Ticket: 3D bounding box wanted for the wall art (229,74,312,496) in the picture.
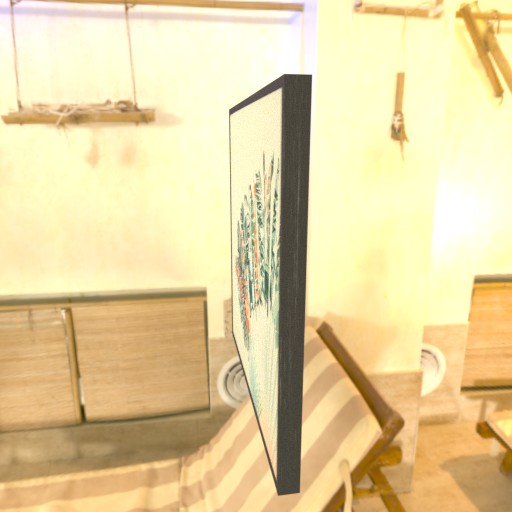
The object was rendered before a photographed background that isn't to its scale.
[{"bbox_3d":[0.000,0.000,1.126,0.043,0.758,0.762,-2,15,-9],"label":"wall art"}]
